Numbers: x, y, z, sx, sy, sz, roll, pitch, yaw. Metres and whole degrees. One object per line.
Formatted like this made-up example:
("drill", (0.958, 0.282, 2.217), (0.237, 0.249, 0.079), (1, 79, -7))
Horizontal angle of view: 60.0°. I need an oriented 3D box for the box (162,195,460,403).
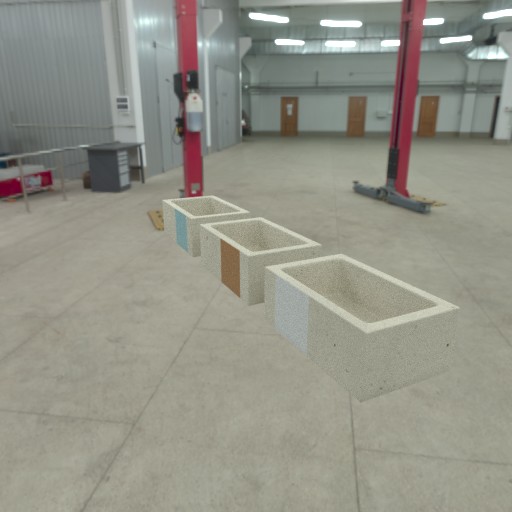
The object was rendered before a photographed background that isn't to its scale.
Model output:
("box", (0.000, 0.000, 0.488), (0.082, 0.051, 0.461), (-9, 20, -25))
